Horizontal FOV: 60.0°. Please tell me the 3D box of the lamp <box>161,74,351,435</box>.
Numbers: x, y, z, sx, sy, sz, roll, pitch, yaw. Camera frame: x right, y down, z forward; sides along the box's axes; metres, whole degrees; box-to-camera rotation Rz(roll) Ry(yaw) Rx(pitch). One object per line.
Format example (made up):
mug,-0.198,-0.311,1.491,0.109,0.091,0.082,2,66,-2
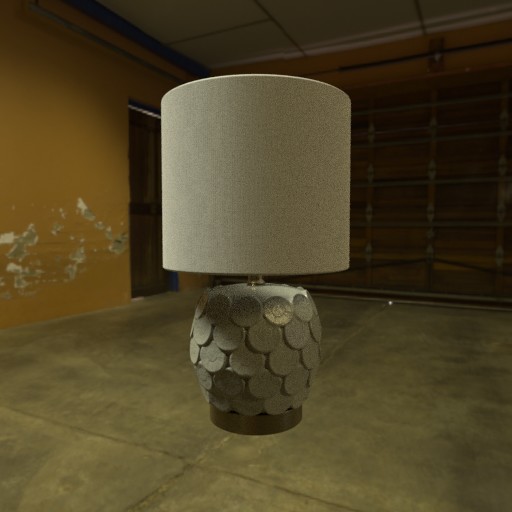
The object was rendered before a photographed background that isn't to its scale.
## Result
lamp,0.000,0.000,0.618,0.254,0.452,0.254,0,3,0
